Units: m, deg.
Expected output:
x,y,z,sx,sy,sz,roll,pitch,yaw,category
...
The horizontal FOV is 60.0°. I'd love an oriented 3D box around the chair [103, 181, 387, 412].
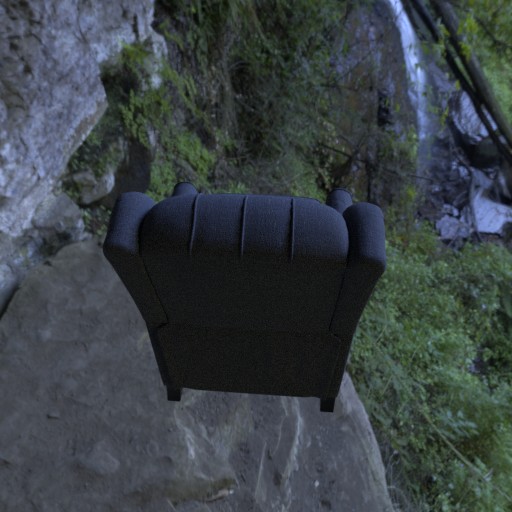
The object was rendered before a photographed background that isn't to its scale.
x,y,z,sx,sy,sz,roll,pitch,yaw,category
0.000,0.000,1.647,0.742,1.035,0.898,3,45,3,chair
